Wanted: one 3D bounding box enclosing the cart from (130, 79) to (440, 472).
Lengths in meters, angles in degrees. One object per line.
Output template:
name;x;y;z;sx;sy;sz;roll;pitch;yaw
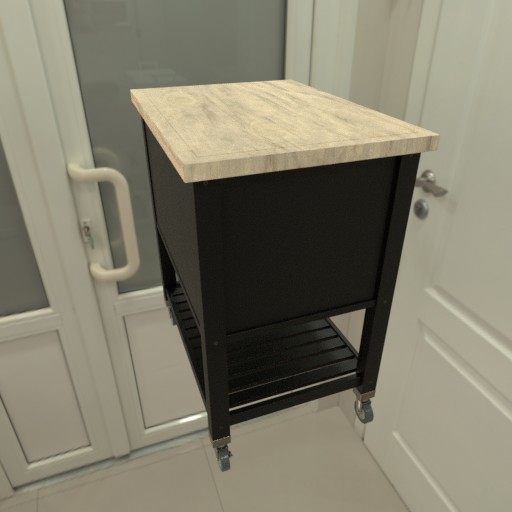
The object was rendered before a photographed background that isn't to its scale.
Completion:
cart;0.000;0.000;1.423;0.567;0.920;0.797;-11;32;-18
